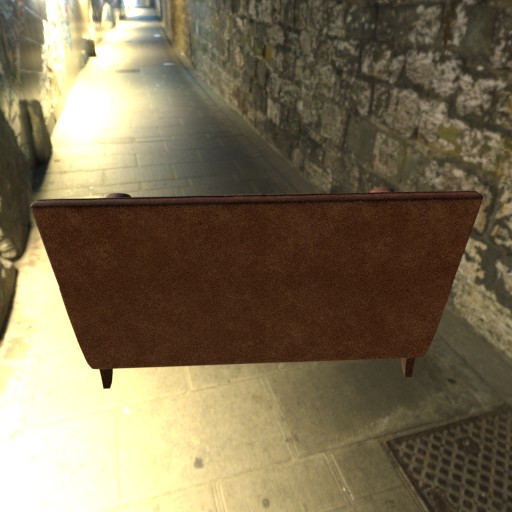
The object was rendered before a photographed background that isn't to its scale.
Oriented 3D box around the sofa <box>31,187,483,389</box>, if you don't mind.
[{"bbox_3d":[0.000,0.000,1.981,1.473,0.871,0.787,-2,30,-3],"label":"sofa"}]
